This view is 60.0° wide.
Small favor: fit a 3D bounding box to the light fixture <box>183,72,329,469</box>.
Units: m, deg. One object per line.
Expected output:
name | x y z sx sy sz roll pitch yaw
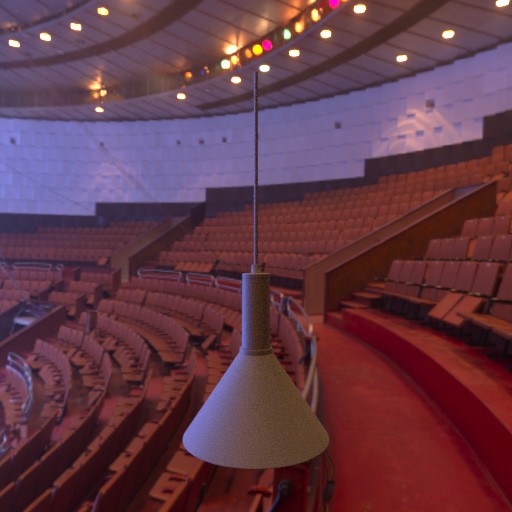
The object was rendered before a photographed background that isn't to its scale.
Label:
light fixture | 0.000 0.000 0.821 0.267 0.683 0.267 0 -1 18
